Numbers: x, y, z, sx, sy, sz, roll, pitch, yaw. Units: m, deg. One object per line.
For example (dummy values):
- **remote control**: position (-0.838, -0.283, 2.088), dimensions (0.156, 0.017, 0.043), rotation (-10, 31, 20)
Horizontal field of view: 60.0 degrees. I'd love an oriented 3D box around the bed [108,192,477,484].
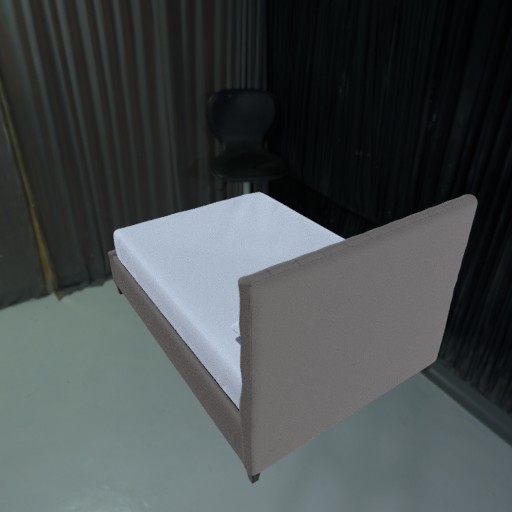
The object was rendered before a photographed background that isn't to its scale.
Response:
- **bed**: position (0.000, 0.000, 3.463), dimensions (1.698, 1.427, 2.387), rotation (-19, 36, -29)
